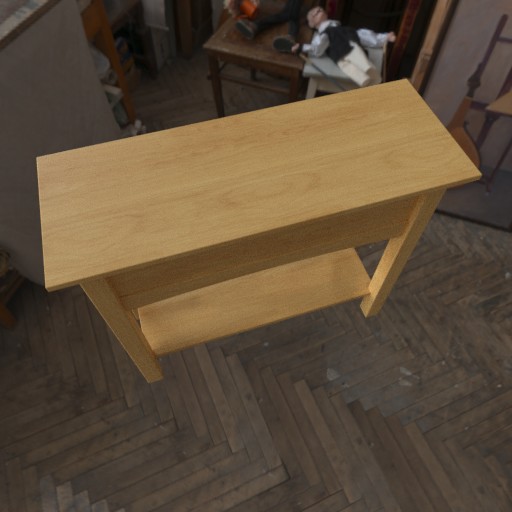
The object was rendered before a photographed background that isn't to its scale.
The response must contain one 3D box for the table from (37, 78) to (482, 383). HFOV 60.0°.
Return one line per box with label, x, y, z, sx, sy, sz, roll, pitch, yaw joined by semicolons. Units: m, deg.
table;0.000;0.000;1.261;0.900;0.728;0.340;-15;59;-9
